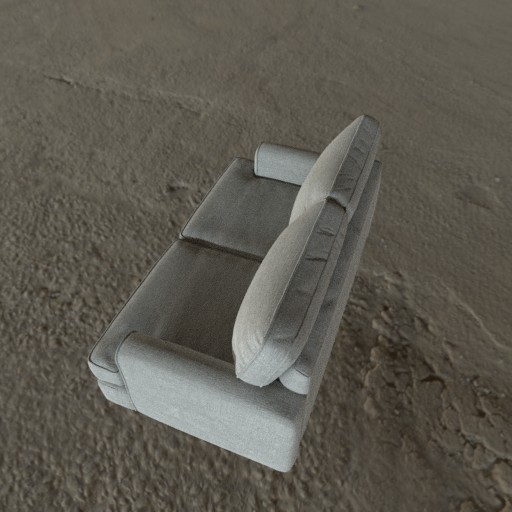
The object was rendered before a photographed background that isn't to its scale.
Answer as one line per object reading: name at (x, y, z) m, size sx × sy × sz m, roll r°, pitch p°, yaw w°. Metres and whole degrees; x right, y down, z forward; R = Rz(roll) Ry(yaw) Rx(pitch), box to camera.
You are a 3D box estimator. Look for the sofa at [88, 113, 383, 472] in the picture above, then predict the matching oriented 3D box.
sofa at (0.000, 0.000, 2.242) m, size 0.965 × 0.965 × 1.651 m, roll 16°, pitch 49°, yaw 15°
